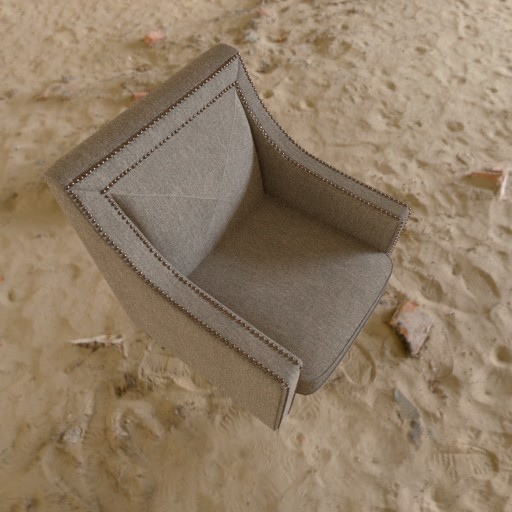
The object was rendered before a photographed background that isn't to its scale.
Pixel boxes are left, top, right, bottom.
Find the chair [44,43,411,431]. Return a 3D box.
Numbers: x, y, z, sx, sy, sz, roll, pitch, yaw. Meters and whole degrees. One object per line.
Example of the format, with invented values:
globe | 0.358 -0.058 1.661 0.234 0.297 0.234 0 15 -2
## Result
chair | 0.000 0.000 1.595 0.884 0.967 0.776 32 62 19
